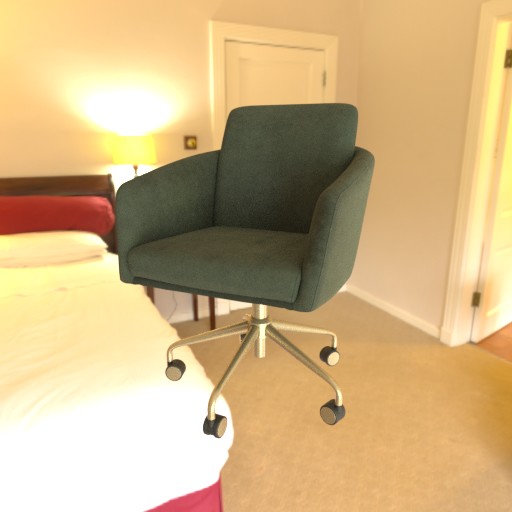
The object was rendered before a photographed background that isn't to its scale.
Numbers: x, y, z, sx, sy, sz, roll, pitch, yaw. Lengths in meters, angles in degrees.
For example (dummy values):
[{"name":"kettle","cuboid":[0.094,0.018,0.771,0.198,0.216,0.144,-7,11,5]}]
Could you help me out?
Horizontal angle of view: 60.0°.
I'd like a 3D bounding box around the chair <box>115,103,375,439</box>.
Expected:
[{"name":"chair","cuboid":[0.000,0.000,1.350,0.641,0.908,0.635,7,17,25]}]
